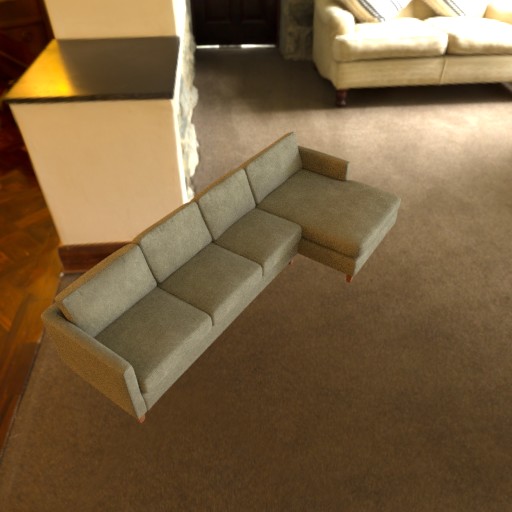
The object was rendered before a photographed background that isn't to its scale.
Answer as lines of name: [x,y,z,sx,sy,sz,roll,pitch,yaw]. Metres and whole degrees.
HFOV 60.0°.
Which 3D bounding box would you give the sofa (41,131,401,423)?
sofa: [0.000,0.000,4.210,1.604,0.950,3.471,25,47,25]
